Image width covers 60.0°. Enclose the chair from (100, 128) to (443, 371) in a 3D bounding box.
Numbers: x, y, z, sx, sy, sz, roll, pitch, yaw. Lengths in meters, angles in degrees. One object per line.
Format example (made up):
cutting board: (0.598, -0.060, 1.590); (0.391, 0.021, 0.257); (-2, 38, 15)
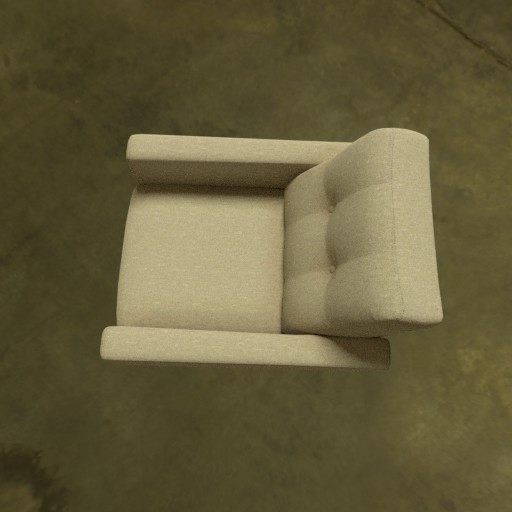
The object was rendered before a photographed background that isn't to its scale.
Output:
chair: (0.000, 0.000, 1.815); (1.128, 0.965, 0.897); (2, 74, 1)
